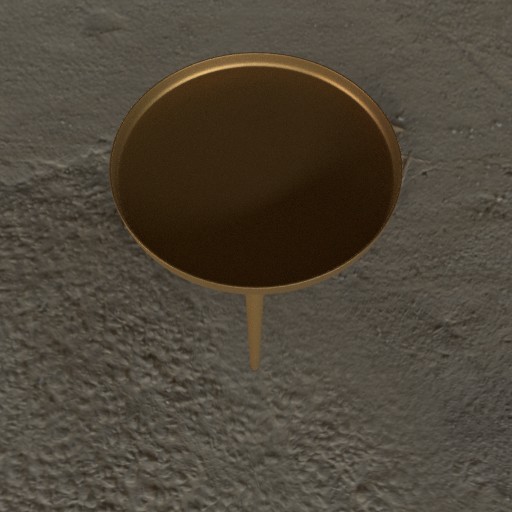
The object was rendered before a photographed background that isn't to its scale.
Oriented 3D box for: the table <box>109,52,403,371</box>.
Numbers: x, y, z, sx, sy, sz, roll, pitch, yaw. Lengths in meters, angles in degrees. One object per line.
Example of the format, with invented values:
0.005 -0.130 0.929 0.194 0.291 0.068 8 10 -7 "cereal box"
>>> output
0.000 0.000 0.670 0.299 0.480 0.299 -29 67 -13 "table"
